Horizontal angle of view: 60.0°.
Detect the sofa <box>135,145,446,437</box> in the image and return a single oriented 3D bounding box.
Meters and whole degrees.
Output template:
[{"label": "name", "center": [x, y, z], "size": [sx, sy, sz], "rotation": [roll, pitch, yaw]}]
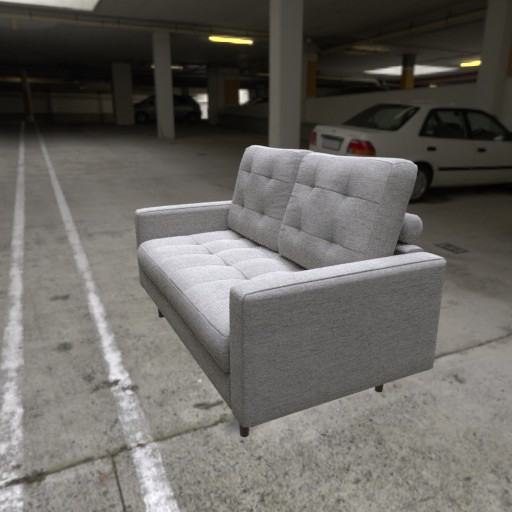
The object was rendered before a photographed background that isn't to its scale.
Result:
[{"label": "sofa", "center": [0.000, 0.000, 1.986], "size": [0.842, 0.907, 1.407], "rotation": [-8, 18, -25]}]
